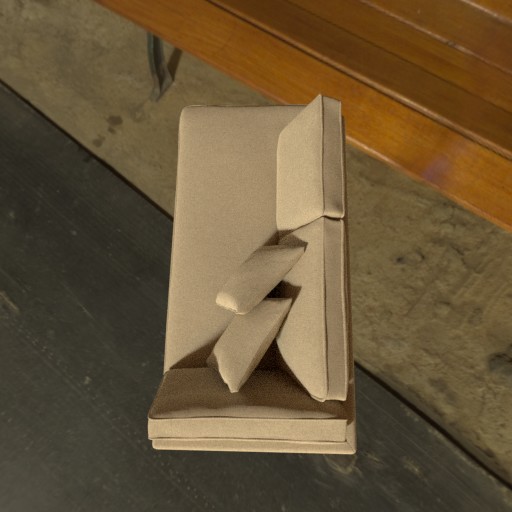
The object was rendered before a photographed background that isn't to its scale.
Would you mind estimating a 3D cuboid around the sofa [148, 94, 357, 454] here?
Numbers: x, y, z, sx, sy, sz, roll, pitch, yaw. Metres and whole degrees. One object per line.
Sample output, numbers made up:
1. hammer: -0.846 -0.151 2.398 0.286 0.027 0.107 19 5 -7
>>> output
1. sofa: 0.000 0.000 2.844 1.110 1.033 2.237 1 75 0
